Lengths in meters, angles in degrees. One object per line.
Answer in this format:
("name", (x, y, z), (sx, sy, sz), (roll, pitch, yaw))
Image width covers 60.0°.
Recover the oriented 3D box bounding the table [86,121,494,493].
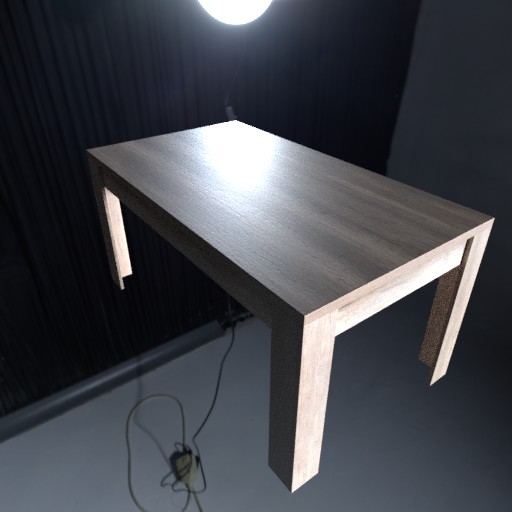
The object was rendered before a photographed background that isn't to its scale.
("table", (0.000, 0.000, 2.078), (0.900, 0.775, 1.600), (-22, 38, -31))
